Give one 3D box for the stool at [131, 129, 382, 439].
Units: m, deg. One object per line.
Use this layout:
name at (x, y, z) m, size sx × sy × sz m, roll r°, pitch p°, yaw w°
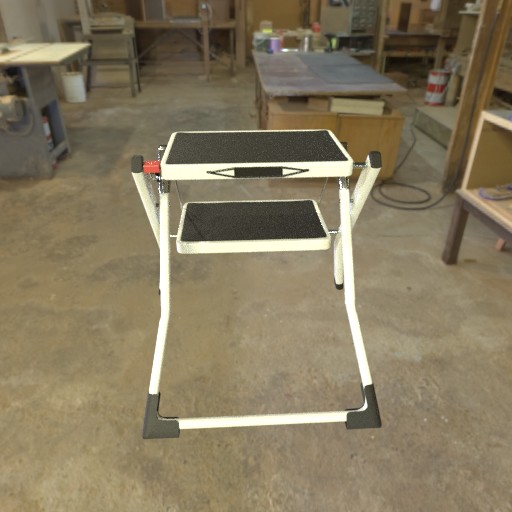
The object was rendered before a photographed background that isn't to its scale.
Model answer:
stool at (0.000, 0.000, 0.882) m, size 0.485 × 0.445 × 0.490 m, roll -2°, pitch 31°, yaw -3°
